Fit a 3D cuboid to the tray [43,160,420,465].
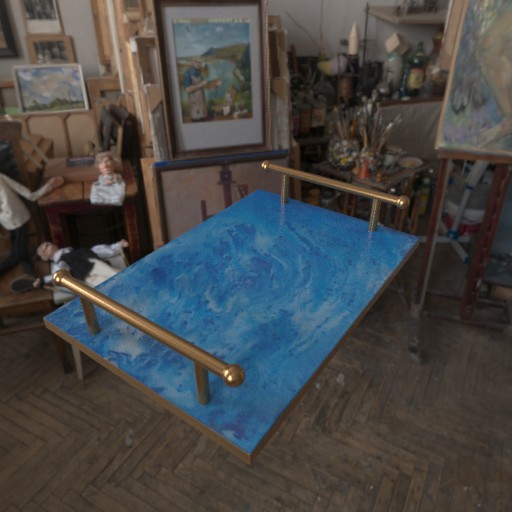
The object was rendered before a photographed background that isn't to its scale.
[{"bbox_3d":[0.000,0.000,0.586,0.304,0.084,0.444,21,39,29],"label":"tray"}]
